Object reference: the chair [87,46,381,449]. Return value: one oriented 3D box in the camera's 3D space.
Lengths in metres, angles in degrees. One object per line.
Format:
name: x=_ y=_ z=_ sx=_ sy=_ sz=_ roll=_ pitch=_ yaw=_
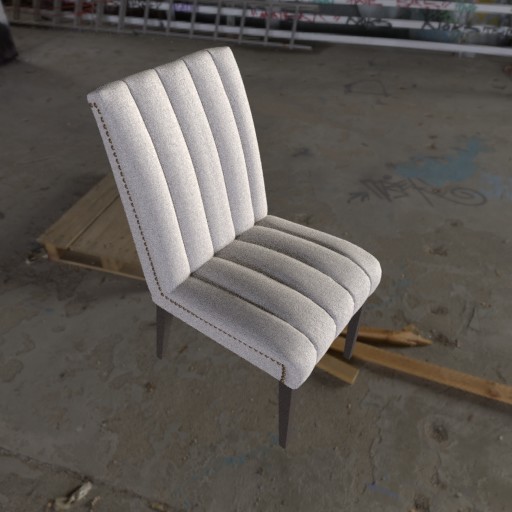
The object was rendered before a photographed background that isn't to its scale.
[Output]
chair: x=0.000 y=0.000 z=1.345 sx=0.647 sy=1.016 sz=0.511 roll=26 pitch=47 yaw=27
